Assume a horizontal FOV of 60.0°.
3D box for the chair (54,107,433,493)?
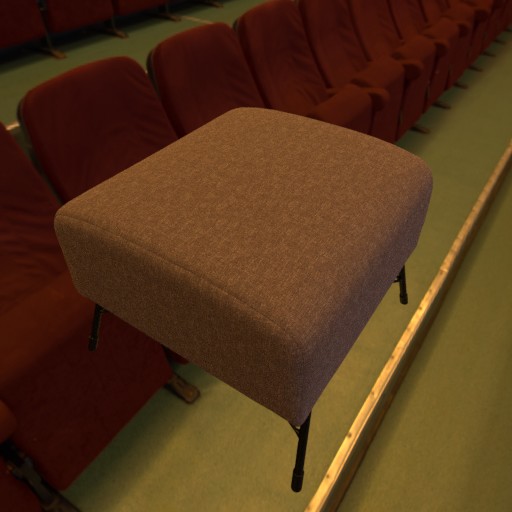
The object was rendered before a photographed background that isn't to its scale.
[{"bbox_3d":[0.000,0.000,0.878,0.530,0.410,0.530,24,46,25],"label":"chair"}]
